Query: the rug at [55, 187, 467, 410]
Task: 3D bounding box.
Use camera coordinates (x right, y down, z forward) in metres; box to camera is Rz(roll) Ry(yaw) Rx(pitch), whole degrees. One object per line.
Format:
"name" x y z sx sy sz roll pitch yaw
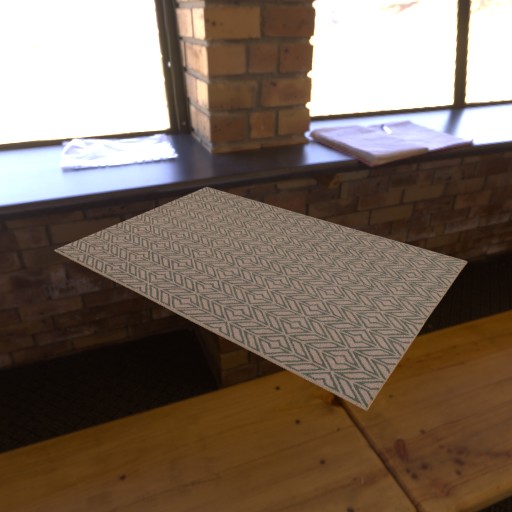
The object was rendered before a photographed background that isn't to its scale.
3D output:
"rug" 0.000 0.000 2.355 1.828 0.007 1.220 20 35 32
